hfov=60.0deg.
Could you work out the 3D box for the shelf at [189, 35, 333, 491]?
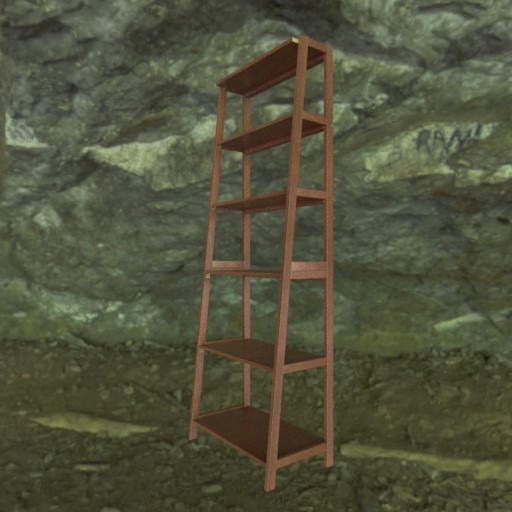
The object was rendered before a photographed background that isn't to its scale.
[{"bbox_3d":[0.000,0.000,2.156,0.382,1.892,0.660,0,0,-37],"label":"shelf"}]
